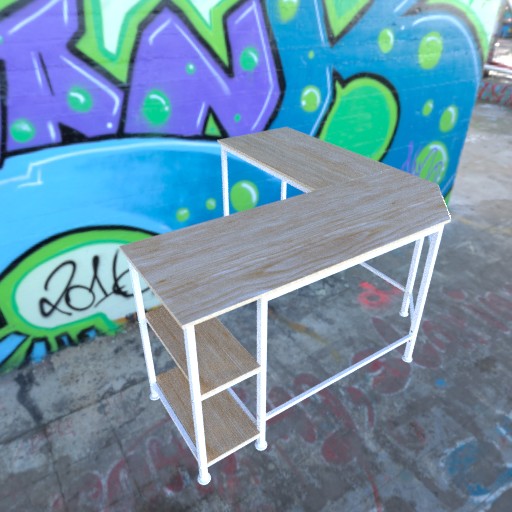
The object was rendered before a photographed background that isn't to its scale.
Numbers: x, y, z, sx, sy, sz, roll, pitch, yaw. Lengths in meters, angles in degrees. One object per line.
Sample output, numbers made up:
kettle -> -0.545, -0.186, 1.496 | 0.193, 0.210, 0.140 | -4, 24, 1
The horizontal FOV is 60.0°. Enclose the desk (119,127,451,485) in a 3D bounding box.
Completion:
desk -> 0.000, 0.000, 2.173 | 1.379, 0.739, 1.379 | -19, 36, -28
